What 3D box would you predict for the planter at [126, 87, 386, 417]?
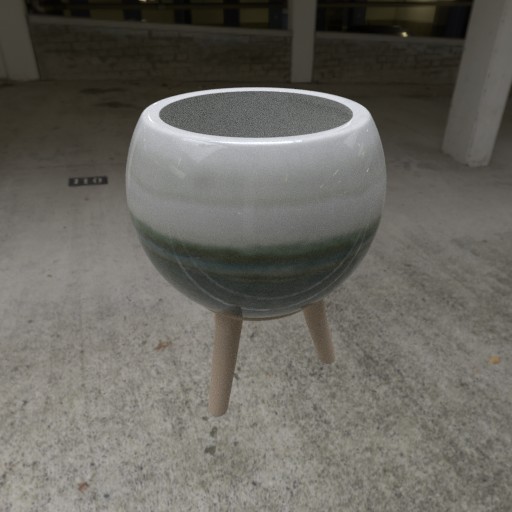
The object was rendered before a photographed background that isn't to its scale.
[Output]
[{"bbox_3d":[0.000,0.000,0.429,0.222,0.278,0.222,0,31,0],"label":"planter"}]
